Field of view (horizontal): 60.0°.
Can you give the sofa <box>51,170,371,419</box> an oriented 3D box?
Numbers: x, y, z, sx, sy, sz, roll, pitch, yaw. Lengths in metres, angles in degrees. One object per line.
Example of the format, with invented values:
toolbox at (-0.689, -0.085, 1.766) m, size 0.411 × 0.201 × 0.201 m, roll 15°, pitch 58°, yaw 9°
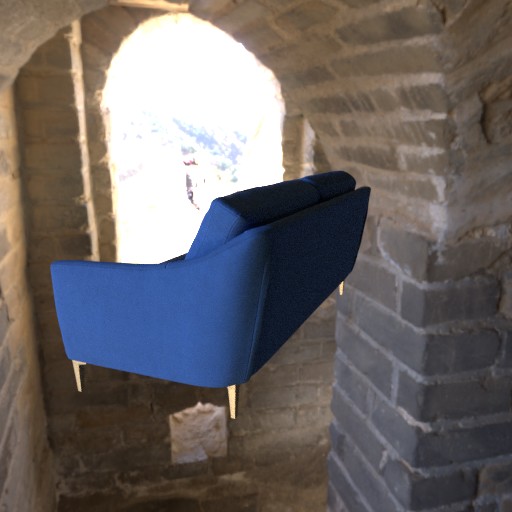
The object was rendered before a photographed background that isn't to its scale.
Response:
sofa at (0.000, 0.000, 2.553) m, size 0.960 × 0.903 × 2.036 m, roll 7°, pitch 16°, yaw 24°
